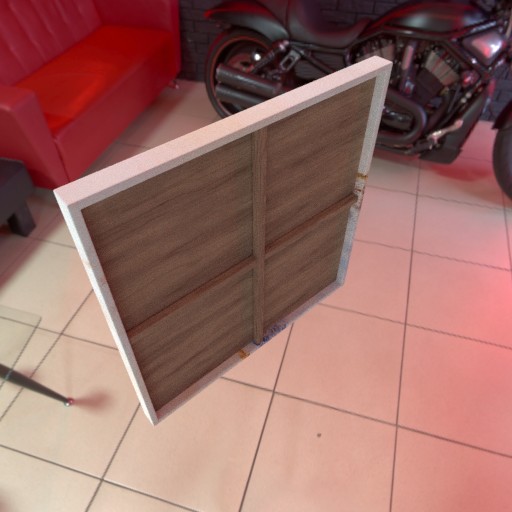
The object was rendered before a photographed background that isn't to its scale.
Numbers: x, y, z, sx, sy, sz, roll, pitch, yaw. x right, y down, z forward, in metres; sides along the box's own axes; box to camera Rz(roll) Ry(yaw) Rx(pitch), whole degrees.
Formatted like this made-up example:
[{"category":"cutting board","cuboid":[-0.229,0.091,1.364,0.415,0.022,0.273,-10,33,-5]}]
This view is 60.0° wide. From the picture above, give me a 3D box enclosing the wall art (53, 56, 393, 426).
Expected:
[{"category":"wall art","cuboid":[0.000,0.000,1.527,1.061,1.061,0.071,-32,54,-27]}]
